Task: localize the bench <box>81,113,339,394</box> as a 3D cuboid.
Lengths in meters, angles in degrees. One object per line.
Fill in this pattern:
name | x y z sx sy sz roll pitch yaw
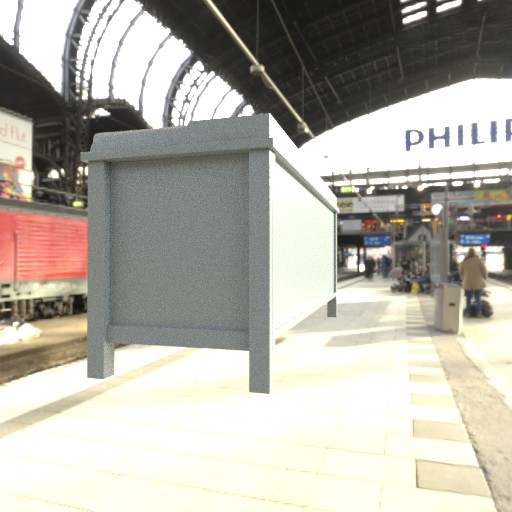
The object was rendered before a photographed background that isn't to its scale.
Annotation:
bench | 0.000 0.000 1.377 0.398 0.501 1.140 0 -1 16
